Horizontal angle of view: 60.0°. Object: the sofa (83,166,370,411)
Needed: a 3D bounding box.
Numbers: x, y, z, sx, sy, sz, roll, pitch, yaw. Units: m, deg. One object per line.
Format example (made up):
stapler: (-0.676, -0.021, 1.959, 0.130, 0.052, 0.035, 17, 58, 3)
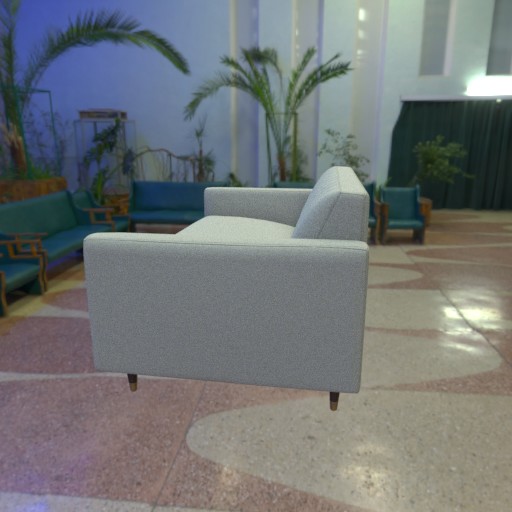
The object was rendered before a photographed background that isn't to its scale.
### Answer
sofa: (0.000, 0.000, 2.186, 0.950, 0.801, 1.585, 2, 15, 9)
